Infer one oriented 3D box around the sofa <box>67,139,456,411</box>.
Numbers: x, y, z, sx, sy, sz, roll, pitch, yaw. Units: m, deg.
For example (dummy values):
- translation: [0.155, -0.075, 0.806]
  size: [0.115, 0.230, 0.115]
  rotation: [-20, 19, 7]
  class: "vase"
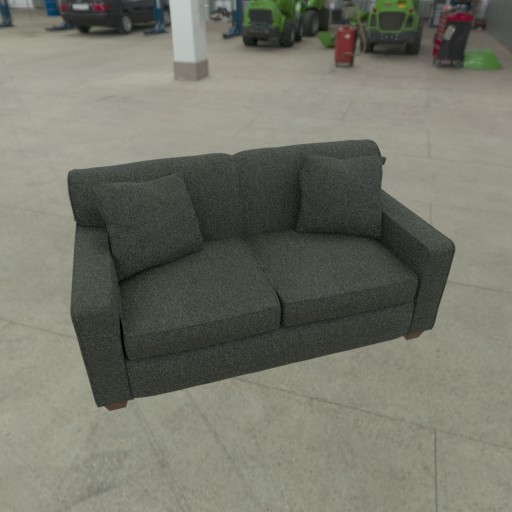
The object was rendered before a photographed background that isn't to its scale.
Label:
- translation: [0.000, 0.000, 2.447]
  size: [1.846, 0.958, 0.998]
  rotation: [-9, 33, -15]
  class: "sofa"
